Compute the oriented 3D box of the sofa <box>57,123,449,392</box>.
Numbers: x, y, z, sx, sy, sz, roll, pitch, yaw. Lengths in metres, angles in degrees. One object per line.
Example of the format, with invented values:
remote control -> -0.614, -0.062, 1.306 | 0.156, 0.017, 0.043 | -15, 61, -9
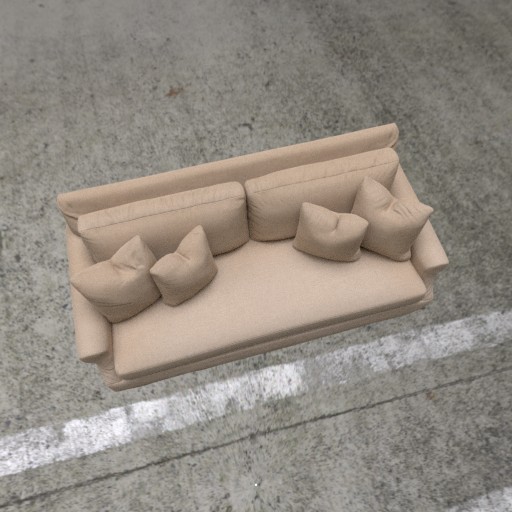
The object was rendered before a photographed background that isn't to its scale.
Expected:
sofa -> 0.000, 0.000, 2.838 | 2.285, 0.904, 1.067 | -14, 64, -7
